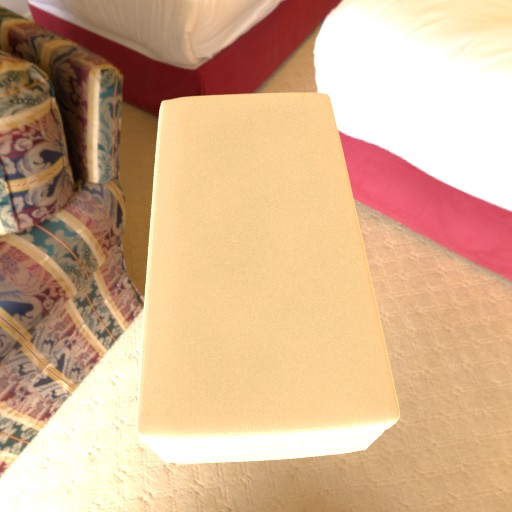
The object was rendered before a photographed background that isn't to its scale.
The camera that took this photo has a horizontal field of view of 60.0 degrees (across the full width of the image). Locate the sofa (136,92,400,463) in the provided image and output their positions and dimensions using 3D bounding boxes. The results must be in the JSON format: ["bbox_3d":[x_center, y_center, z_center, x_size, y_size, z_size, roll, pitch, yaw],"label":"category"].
[{"bbox_3d":[0.000,0.000,2.062,0.939,0.552,1.677,-3,59,-2],"label":"sofa"}]
